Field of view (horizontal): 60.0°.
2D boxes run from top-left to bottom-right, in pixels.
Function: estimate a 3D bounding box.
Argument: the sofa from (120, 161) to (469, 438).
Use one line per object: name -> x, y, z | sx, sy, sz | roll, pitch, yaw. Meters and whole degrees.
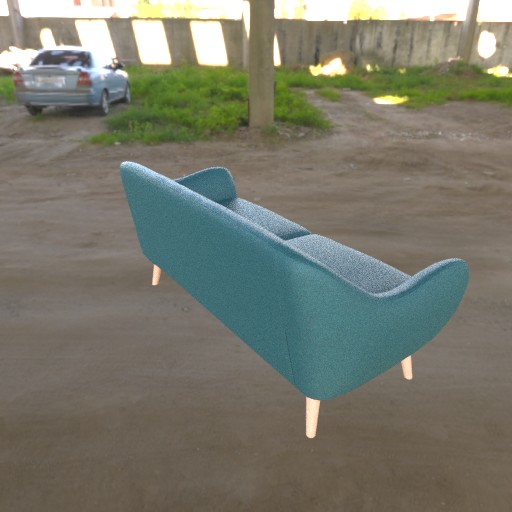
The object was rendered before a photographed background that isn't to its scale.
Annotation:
sofa -> 0.000, 0.000, 2.266 | 0.820, 0.836, 1.840 | -17, 30, -31
